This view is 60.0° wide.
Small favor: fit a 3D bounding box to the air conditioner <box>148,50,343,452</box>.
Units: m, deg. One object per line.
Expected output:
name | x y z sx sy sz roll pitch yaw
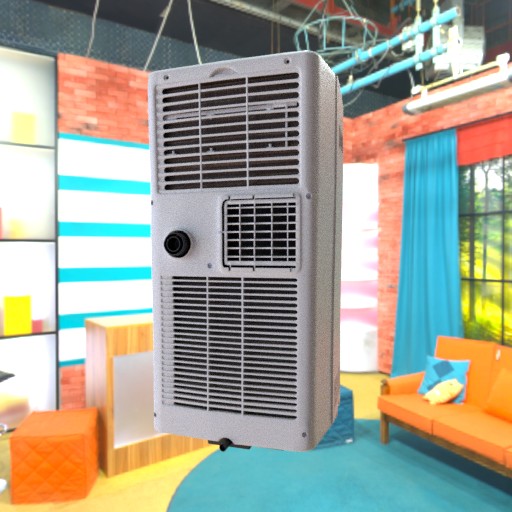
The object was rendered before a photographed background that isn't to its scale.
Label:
air conditioner | 0.000 0.000 0.814 0.304 0.606 0.349 0 1 18
